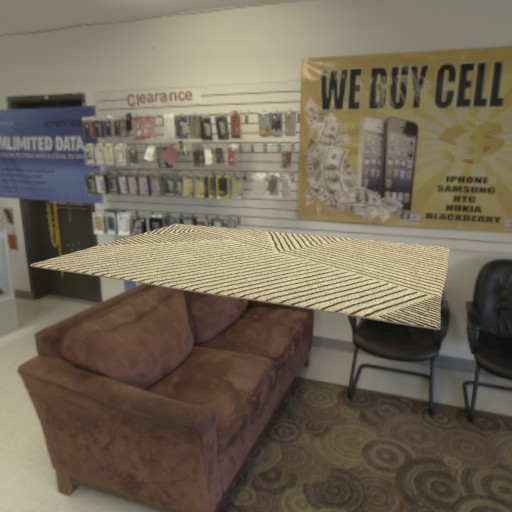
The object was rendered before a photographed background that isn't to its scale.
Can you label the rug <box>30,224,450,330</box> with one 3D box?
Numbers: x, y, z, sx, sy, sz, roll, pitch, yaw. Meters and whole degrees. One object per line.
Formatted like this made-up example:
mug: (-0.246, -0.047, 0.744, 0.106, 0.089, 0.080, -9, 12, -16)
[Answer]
rug: (0.000, 0.000, 2.315, 1.842, 0.019, 1.237, 6, 16, 23)
